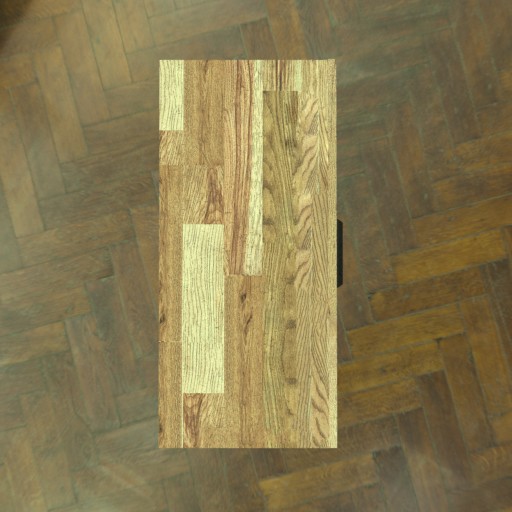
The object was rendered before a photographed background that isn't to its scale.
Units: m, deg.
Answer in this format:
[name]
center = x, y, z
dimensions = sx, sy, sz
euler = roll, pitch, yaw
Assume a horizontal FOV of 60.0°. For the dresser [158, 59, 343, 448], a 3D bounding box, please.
[dresser]
center = 0.000, 0.000, 1.720
dimensions = 0.480, 1.243, 0.966
euler = 0, 89, 0
